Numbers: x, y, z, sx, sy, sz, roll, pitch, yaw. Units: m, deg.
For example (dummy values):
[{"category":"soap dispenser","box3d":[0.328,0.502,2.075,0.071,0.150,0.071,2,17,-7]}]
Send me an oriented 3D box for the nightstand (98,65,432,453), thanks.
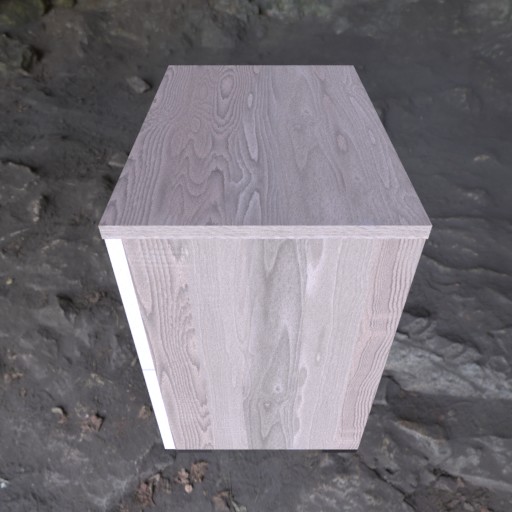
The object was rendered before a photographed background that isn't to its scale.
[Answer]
[{"category":"nightstand","box3d":[0.000,0.000,0.727,0.325,0.461,0.442,0,41,0]}]
